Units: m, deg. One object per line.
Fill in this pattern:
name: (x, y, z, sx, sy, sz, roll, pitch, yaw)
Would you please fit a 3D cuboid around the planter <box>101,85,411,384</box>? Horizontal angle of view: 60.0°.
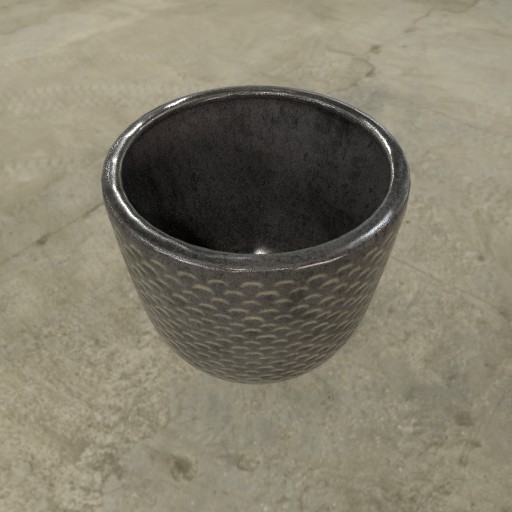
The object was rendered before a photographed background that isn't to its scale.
planter: (0.000, 0.000, 0.354, 0.197, 0.191, 0.197, 0, 47, 0)
